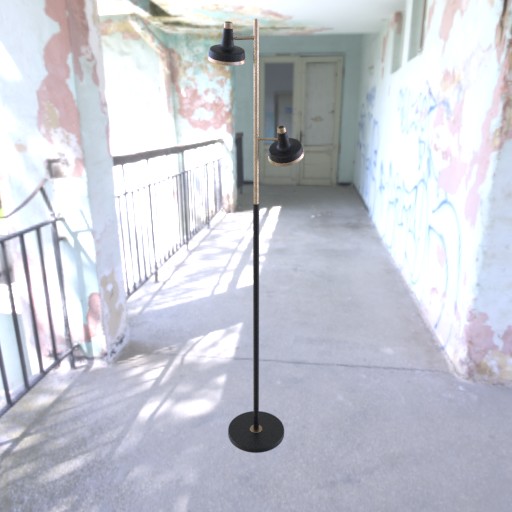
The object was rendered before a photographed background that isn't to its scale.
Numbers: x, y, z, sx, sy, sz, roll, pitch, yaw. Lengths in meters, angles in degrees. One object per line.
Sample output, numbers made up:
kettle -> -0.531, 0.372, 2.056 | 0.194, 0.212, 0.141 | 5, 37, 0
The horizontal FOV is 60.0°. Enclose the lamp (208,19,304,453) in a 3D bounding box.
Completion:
lamp -> 0.000, 0.000, 1.747 | 0.351, 1.674, 0.253 | 3, 18, 9
